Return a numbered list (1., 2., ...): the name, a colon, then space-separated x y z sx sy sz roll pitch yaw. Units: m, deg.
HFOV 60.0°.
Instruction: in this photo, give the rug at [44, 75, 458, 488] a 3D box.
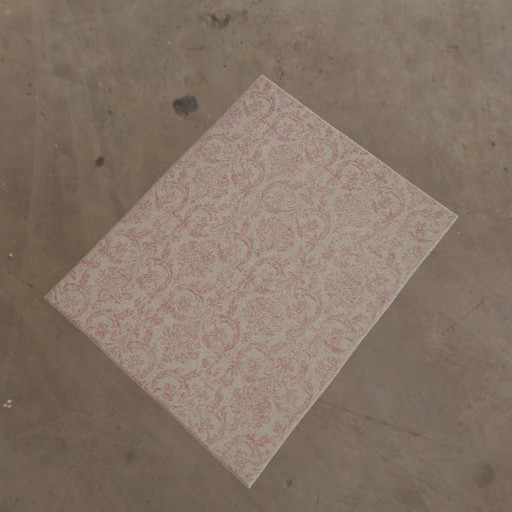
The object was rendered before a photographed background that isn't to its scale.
1. rug: 0.000 0.000 3.988 2.363 0.012 2.980 39 78 10
